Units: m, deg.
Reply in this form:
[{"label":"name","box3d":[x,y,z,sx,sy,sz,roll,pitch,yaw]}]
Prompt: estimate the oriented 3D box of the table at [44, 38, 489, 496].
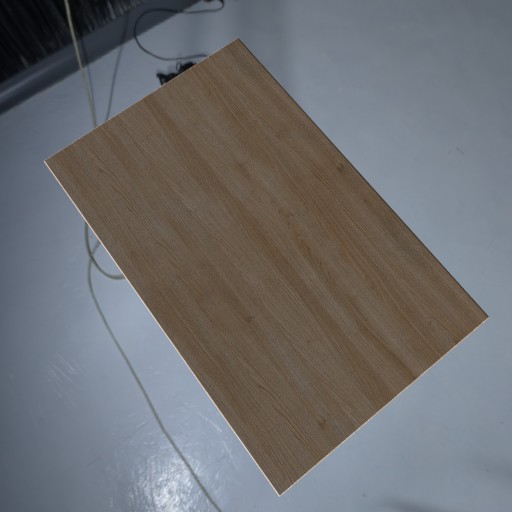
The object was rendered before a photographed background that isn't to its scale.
[{"label":"table","box3d":[0.000,0.000,1.431,0.700,0.440,1.100,-36,78,-9]}]
